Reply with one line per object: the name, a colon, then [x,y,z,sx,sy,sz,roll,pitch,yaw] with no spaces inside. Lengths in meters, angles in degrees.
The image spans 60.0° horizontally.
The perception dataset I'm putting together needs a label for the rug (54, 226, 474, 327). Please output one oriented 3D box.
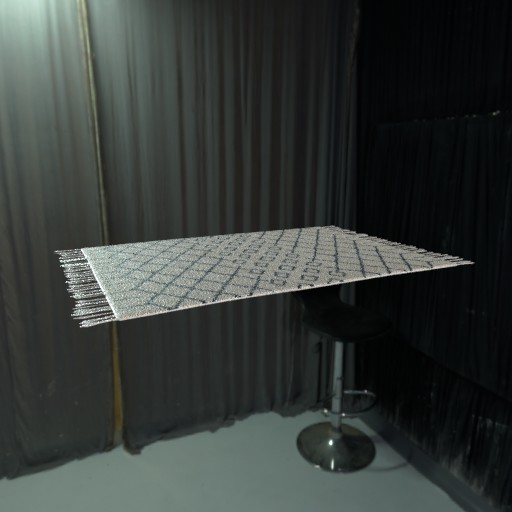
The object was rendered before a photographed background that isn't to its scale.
rug: [0.000,0.000,3.216,2.615,0.029,1.664,-7,15,-26]
